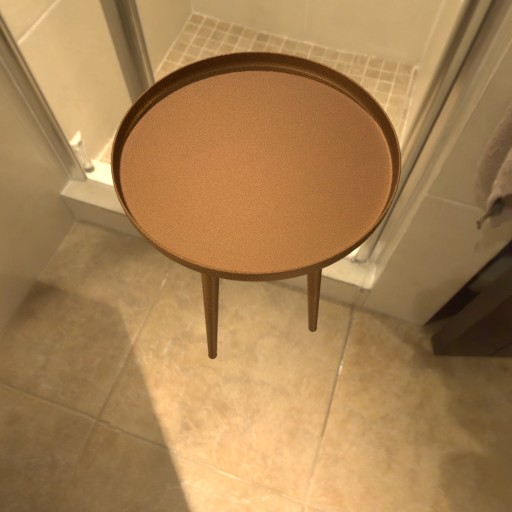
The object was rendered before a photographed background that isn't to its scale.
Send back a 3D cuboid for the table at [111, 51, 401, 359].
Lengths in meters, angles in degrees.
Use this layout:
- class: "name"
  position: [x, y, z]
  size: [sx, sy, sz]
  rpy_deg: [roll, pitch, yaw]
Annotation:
- class: "table"
  position: [0.000, 0.000, 0.671]
  size: [0.299, 0.480, 0.299]
  rpy_deg: [-16, 63, -9]
